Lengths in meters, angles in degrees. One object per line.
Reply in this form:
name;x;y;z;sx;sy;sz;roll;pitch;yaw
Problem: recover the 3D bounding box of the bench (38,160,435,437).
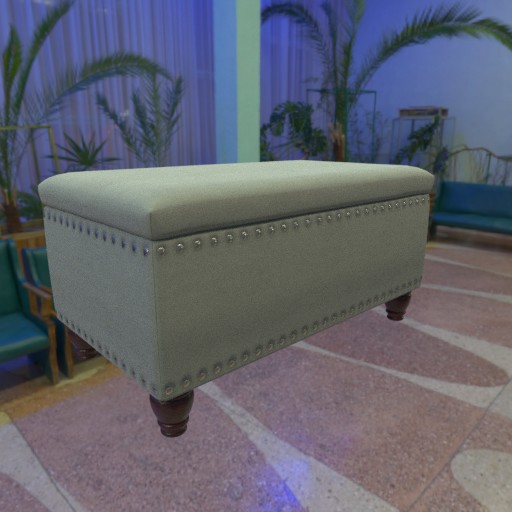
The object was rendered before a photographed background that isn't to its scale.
bench;0.000;0.000;1.157;0.887;0.449;0.500;-14;20;-41
